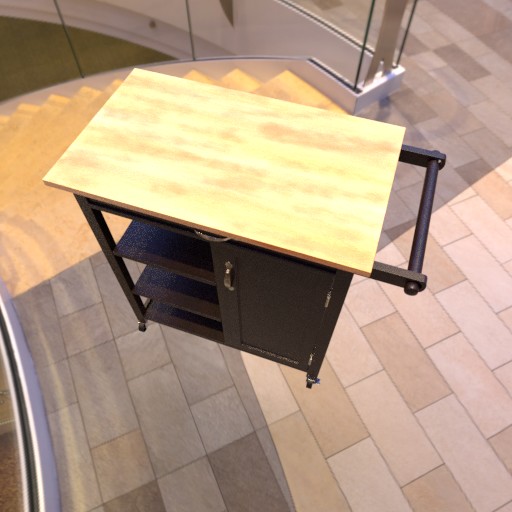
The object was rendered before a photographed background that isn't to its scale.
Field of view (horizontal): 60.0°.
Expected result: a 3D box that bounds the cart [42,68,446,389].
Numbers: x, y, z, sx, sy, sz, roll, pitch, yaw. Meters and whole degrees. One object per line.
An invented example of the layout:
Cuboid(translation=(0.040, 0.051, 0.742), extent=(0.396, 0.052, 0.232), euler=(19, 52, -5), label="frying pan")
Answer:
Cuboid(translation=(0.000, 0.000, 1.460), extent=(0.914, 0.878, 0.472), euler=(16, 58, 10), label="cart")
